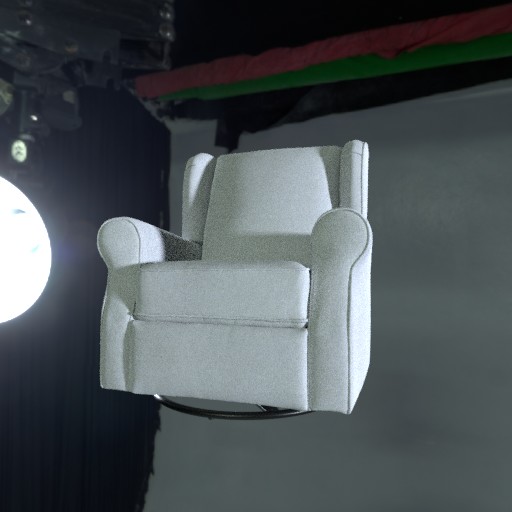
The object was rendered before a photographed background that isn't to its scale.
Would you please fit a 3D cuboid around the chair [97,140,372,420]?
[{"bbox_3d":[0.000,0.000,1.697,0.906,0.967,0.854,0,-1,18],"label":"chair"}]
